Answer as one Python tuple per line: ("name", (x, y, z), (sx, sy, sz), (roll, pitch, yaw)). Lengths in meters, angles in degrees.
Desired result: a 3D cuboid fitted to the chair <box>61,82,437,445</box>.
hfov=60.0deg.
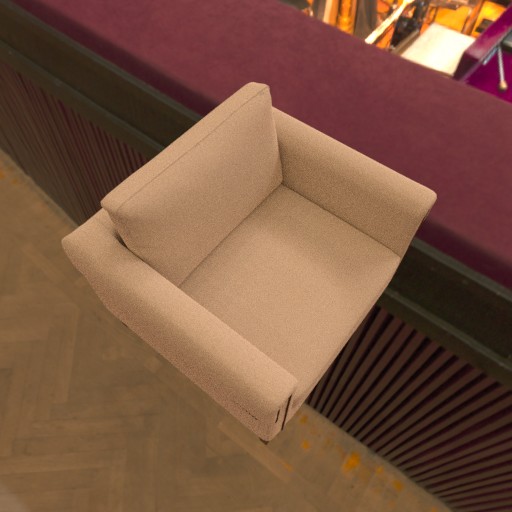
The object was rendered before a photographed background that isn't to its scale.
("chair", (0.000, 0.000, 1.692), (0.896, 0.915, 0.982), (34, 64, 19))
